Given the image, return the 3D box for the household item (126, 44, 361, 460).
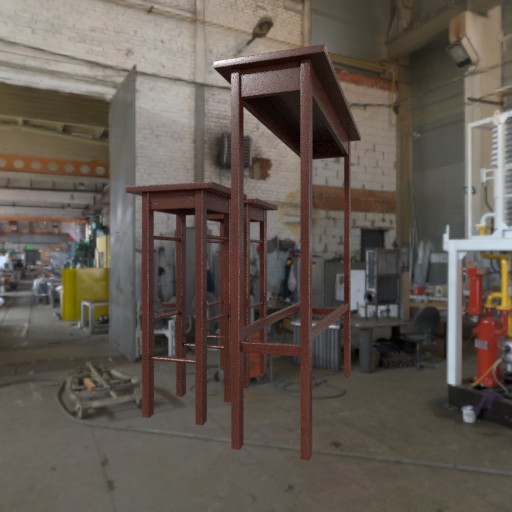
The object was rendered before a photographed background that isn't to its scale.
[{"bbox_3d":[0.000,0.000,1.655,0.676,1.067,0.914,0,0,19],"label":"household item"}]
